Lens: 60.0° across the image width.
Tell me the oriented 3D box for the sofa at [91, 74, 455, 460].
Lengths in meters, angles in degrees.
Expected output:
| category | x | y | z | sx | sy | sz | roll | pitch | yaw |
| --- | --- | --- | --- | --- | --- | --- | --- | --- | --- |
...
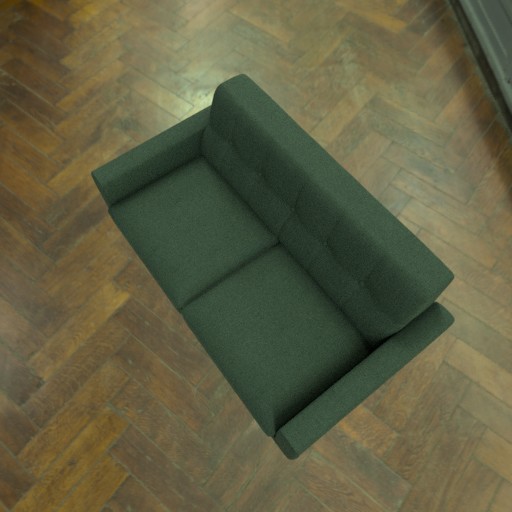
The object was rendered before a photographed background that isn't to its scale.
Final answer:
| category | x | y | z | sx | sy | sz | roll | pitch | yaw |
| --- | --- | --- | --- | --- | --- | --- | --- | --- | --- |
| sofa | 0.000 | 0.000 | 2.167 | 0.909 | 0.841 | 1.631 | -34 | 68 | -16 |
